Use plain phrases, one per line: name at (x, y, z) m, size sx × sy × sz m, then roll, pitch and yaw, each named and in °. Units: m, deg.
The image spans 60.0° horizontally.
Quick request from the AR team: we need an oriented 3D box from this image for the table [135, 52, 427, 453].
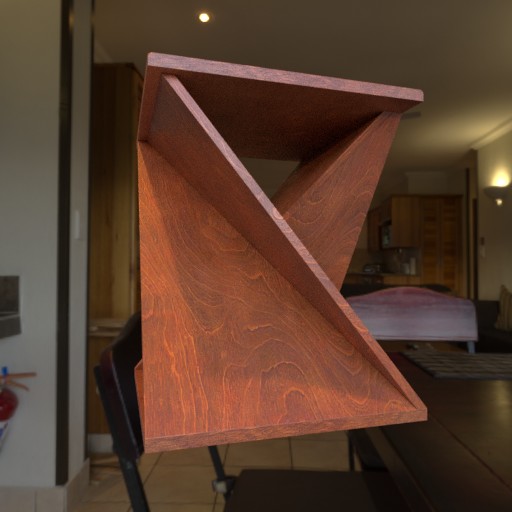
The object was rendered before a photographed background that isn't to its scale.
table at (0.000, 0.000, 0.839) m, size 0.427 × 0.520 × 0.427 m, roll 1°, pitch -2°, yaw -17°
